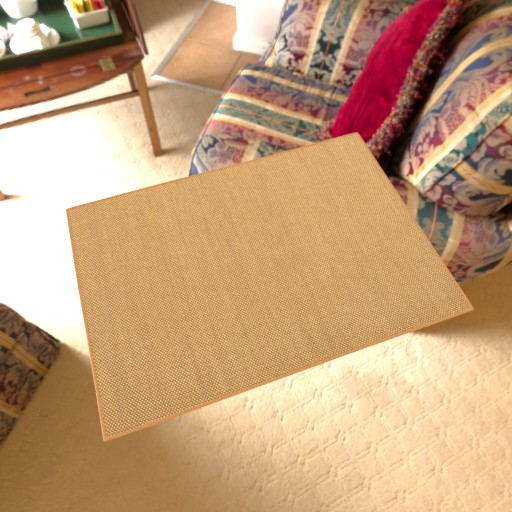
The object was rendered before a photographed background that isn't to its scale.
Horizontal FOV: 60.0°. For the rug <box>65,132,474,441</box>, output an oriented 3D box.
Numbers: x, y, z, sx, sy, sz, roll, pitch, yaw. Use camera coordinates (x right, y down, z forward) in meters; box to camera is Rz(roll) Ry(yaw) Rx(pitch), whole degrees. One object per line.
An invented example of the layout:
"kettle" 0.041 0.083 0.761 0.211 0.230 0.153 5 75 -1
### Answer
"rug" 0.000 0.000 2.733 2.134 0.013 1.524 -17 60 -10
